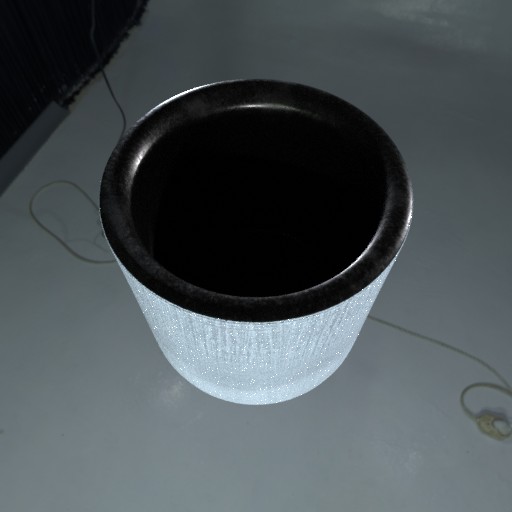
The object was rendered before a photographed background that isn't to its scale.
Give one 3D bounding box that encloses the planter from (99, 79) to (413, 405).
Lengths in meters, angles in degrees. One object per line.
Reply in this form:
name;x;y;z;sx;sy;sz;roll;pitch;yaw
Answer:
planter;0.000;0.000;0.289;0.160;0.156;0.160;0;59;0
